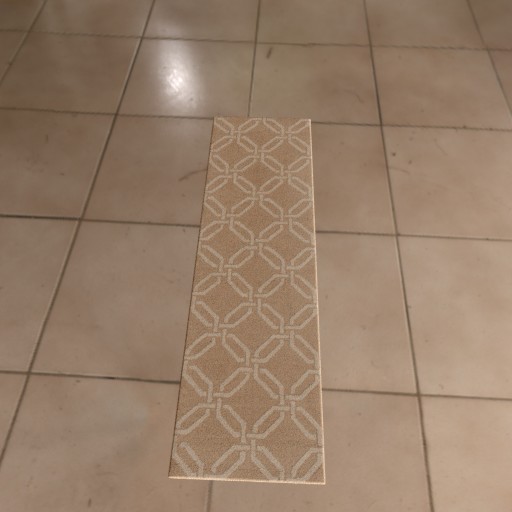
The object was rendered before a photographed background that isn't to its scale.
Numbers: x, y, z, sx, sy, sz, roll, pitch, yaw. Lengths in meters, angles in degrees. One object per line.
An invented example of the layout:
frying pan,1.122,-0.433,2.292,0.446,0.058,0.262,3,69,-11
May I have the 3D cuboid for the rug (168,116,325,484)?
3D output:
rug,0.000,0.000,2.502,0.678,0.014,2.276,2,58,1
